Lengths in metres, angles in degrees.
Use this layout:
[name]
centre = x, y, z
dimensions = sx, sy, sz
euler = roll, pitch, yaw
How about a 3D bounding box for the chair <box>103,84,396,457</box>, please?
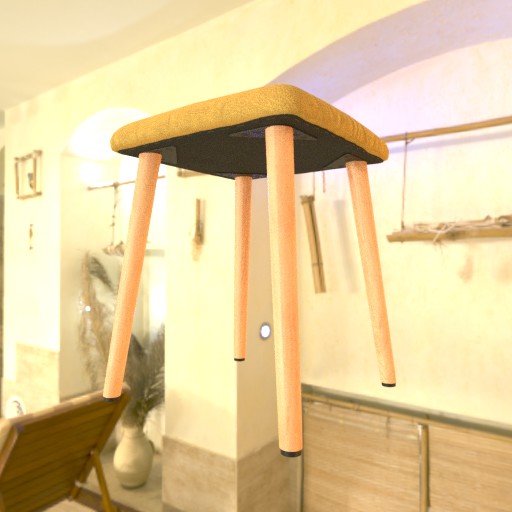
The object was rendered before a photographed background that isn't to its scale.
[chair]
centre = 0.000, 0.000, 0.715
dimensions = 0.350, 0.440, 0.350
euler = 0, 0, 36
